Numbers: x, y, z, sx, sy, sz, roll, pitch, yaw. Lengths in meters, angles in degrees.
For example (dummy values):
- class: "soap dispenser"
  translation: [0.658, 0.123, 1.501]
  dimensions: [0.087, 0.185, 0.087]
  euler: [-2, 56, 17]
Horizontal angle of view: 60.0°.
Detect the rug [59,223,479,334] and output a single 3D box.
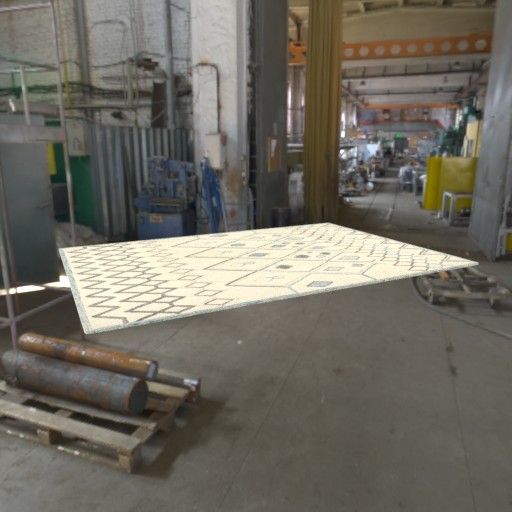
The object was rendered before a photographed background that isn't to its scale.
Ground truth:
- class: "rug"
  translation: [0.000, 0.000, 2.314]
  dimensions: [1.820, 0.009, 1.260]
  euler: [-7, 16, -26]
